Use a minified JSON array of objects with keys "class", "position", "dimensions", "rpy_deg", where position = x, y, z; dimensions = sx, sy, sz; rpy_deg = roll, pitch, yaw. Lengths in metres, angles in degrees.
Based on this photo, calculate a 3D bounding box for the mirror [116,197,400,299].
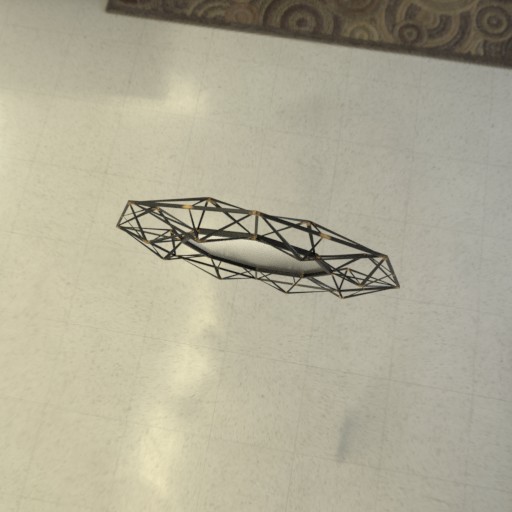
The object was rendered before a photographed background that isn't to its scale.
[{"class":"mirror","position":[0.000,0.000,1.083],"dimensions":[0.710,0.710,0.094],"rpy_deg":[12,78,3]}]
